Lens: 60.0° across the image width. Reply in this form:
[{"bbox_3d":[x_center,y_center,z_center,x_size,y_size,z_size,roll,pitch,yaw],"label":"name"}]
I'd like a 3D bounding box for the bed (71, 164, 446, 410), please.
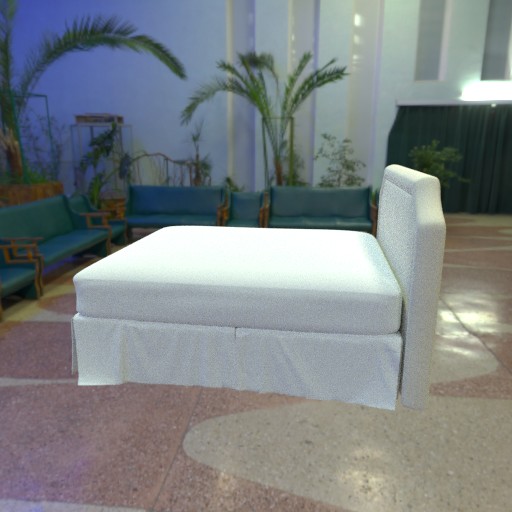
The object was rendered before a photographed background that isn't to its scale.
[{"bbox_3d":[0.000,0.000,3.315,2.209,1.296,1.827,2,15,9],"label":"bed"}]
